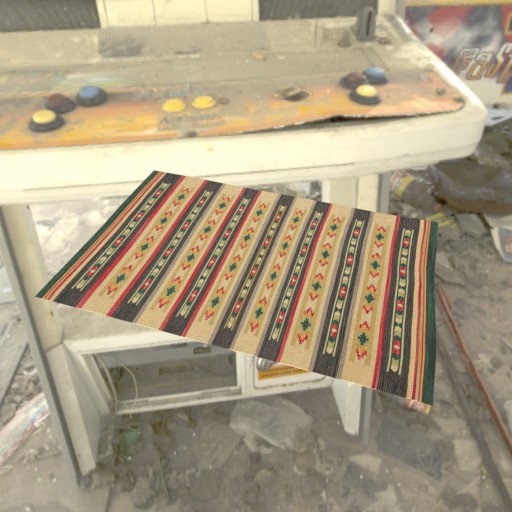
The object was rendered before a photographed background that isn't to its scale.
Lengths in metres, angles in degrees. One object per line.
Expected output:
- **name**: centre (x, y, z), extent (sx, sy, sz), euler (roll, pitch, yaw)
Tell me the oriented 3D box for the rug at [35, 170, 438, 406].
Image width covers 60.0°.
- **rug**: centre (0.000, 0.000, 2.942), extent (2.311, 0.010, 1.522), euler (12, 44, 13)
